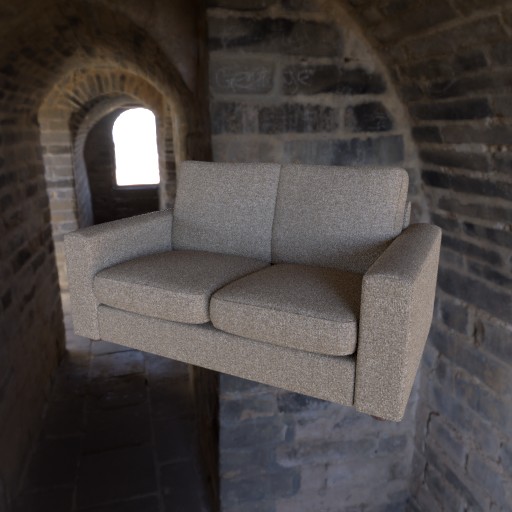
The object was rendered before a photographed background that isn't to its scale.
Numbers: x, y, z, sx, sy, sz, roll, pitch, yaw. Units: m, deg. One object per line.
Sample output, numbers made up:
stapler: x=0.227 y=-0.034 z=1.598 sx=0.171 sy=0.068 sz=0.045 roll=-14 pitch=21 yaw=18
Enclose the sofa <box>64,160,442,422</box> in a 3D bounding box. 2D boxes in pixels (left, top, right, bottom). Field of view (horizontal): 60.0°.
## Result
sofa: x=0.000 y=0.000 z=2.200 sx=1.616 sy=0.873 sz=1.016 roll=8 pitch=17 yaw=26
